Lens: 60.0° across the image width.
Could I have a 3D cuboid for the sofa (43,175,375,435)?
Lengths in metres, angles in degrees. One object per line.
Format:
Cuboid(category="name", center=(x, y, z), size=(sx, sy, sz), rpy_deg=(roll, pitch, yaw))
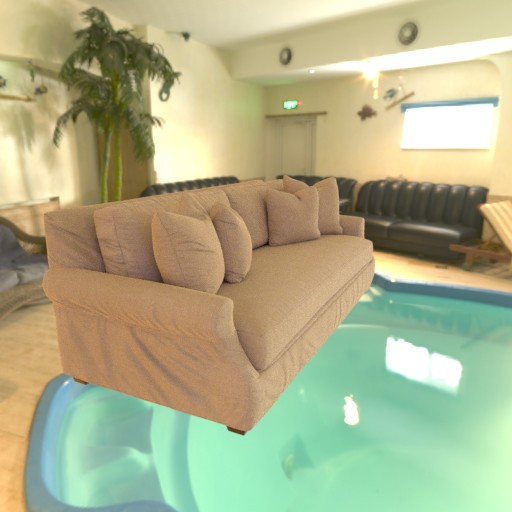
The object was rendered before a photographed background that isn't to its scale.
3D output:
Cuboid(category="sofa", center=(0.000, 0.000, 2.746), size=(1.067, 0.904, 2.285), rpy_deg=(7, 16, 26))
